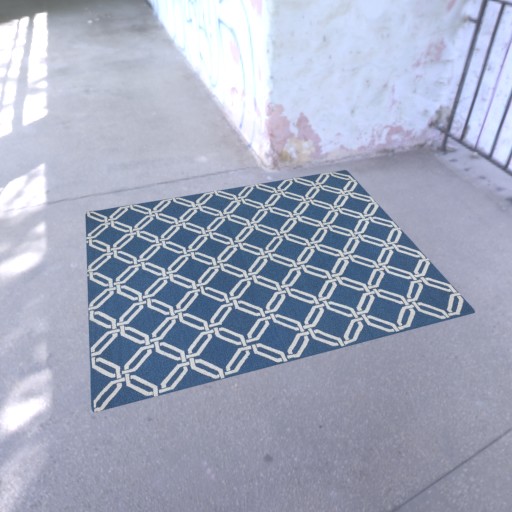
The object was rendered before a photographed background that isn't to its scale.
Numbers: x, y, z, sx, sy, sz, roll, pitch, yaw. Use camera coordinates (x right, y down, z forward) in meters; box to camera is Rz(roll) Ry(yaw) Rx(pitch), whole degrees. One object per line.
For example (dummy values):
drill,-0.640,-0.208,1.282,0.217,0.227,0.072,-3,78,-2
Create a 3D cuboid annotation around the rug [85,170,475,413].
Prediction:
rug,0.000,0.000,3.919,2.867,0.020,2.277,-11,42,-13
